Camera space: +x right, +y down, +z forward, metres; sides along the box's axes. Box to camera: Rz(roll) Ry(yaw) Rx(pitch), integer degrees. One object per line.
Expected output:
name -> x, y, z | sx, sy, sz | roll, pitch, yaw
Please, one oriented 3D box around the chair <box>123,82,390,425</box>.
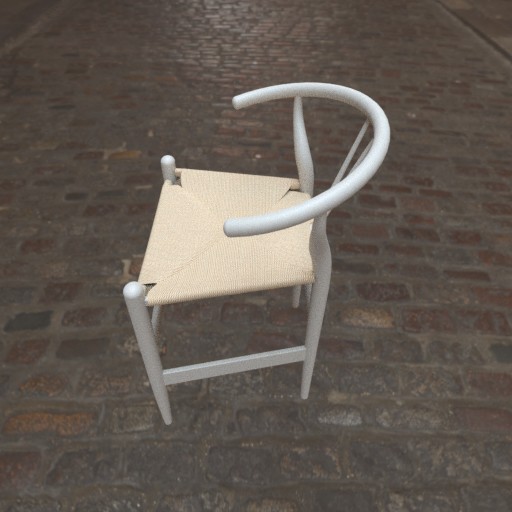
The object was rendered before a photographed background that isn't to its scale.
chair -> 0.000, 0.000, 1.088 | 0.500, 0.736, 0.533 | 0, 42, 0
